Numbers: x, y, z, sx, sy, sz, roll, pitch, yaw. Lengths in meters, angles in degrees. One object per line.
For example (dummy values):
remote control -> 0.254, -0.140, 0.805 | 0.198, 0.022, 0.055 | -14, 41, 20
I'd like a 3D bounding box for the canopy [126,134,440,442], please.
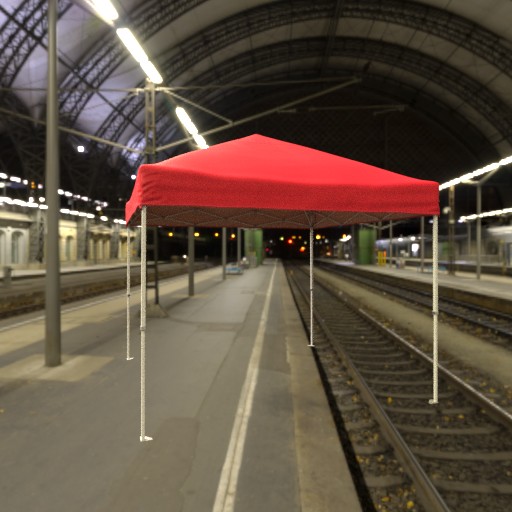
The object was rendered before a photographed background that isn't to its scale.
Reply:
canopy -> 0.000, 0.000, 5.474 | 2.996, 2.997, 2.998 | 0, 1, -18
